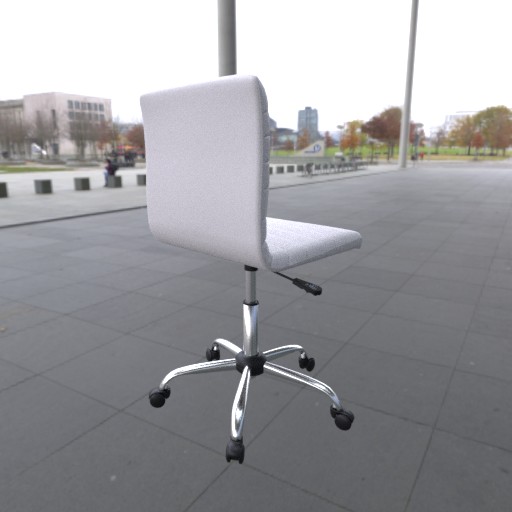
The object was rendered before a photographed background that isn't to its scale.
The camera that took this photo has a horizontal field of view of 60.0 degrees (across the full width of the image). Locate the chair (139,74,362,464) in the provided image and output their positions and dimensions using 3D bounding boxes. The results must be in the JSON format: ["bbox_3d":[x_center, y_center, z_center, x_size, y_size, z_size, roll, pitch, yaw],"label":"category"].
[{"bbox_3d":[0.000,0.000,1.065,0.455,0.750,0.520,-12,18,-42],"label":"chair"}]
